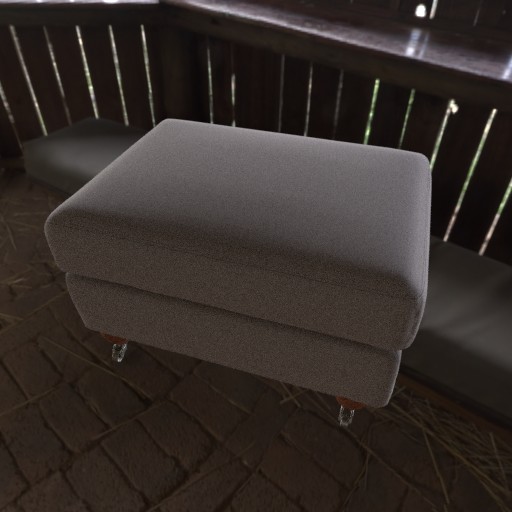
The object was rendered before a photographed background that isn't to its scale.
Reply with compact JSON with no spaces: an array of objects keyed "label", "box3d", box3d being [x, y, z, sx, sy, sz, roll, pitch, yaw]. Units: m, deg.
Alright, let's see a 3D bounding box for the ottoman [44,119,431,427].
[{"label":"ottoman","box3d":[0.000,0.000,1.134,0.773,0.497,0.574,12,42,14]}]
